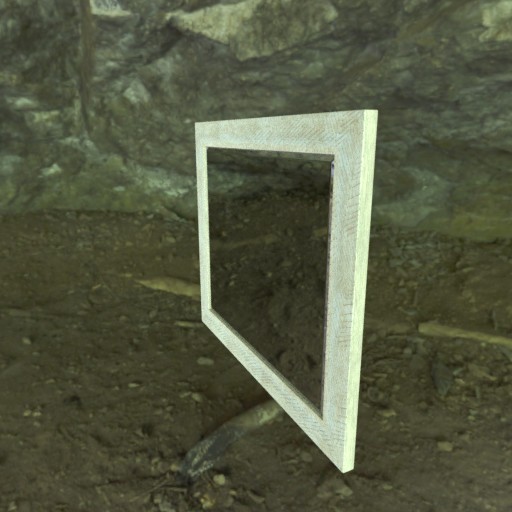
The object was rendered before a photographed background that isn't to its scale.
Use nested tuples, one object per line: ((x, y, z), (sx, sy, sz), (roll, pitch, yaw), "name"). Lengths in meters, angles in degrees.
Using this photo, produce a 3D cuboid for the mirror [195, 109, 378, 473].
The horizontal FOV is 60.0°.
((0.000, 0.000, 1.158), (0.028, 0.689, 0.839), (-7, 17, -25), "mirror")
